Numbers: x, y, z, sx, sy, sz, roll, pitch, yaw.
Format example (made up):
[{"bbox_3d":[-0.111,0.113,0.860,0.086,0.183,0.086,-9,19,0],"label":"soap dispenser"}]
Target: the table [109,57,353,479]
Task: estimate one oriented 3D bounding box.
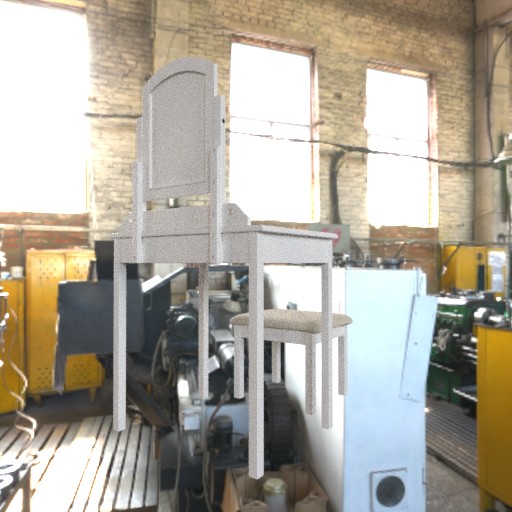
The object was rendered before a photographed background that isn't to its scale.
[{"bbox_3d":[0.000,0.000,2.315,0.876,1.631,1.211,-1,-1,35],"label":"table"}]
